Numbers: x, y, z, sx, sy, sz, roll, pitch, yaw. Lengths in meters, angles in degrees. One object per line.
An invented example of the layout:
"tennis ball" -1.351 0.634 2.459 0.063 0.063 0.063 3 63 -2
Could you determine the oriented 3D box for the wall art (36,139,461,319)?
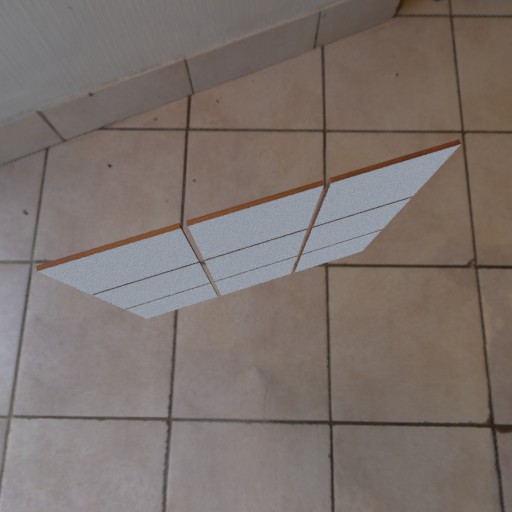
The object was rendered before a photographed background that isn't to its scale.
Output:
"wall art" 0.000 0.000 1.857 1.256 1.246 0.017 -17 77 -4
